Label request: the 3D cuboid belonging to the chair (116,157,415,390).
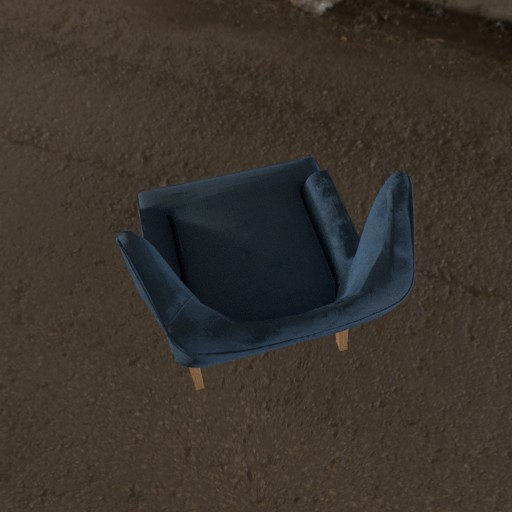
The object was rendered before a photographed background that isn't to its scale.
[{"bbox_3d":[0.000,0.000,1.610,0.793,0.952,0.910,-13,60,-8],"label":"chair"}]
